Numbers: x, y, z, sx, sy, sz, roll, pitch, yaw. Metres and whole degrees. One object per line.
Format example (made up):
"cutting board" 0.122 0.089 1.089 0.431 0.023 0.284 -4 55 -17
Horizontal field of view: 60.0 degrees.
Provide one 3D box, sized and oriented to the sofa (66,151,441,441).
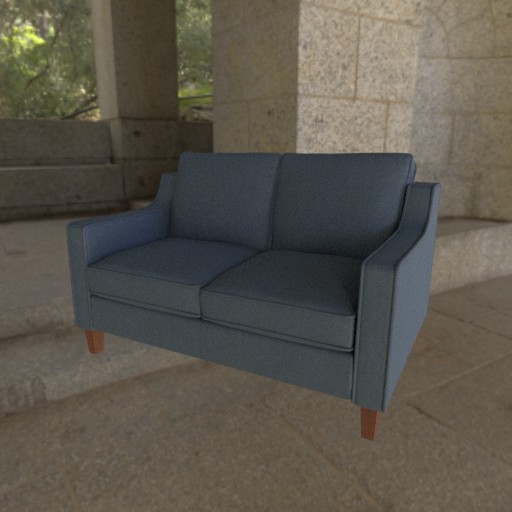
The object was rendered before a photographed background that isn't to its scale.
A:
"sofa" 0.000 0.000 2.138 1.501 0.971 0.987 8 17 27
